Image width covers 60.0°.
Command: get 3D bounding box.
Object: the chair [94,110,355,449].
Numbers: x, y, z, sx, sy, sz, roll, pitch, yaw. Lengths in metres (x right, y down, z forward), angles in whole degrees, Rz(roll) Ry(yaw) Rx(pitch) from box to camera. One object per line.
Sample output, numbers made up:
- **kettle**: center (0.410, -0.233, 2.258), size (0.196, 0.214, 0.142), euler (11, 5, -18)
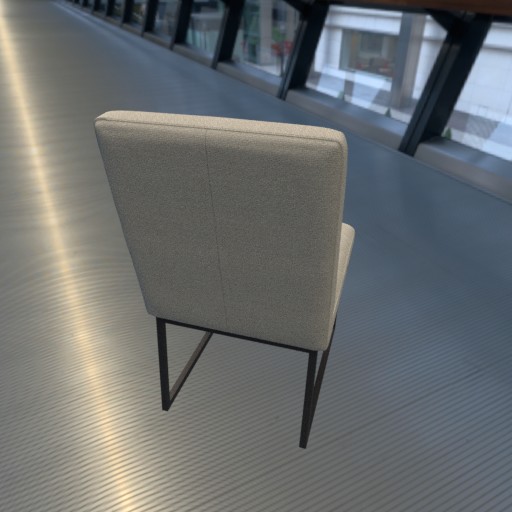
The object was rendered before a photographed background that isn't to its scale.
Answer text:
- **chair**: center (0.000, 0.000, 1.308), size (0.520, 0.930, 0.634), euler (9, 33, 15)
